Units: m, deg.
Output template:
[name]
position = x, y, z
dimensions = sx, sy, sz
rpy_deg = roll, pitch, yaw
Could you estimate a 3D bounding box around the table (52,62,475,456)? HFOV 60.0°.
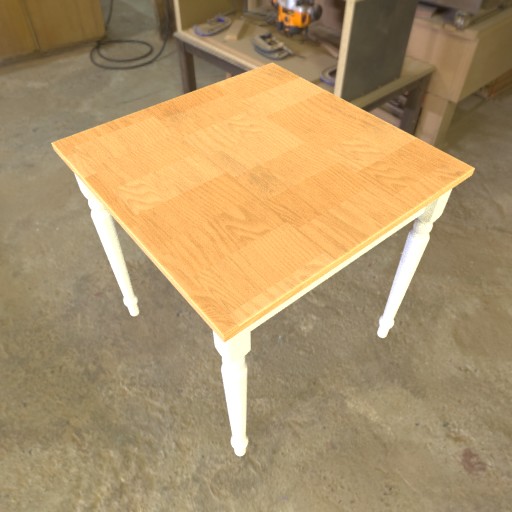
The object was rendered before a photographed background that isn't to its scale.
[table]
position = 0.000, 0.000, 1.370
dimensions = 0.747, 0.738, 0.747
rpy_deg = -31, 54, -25
